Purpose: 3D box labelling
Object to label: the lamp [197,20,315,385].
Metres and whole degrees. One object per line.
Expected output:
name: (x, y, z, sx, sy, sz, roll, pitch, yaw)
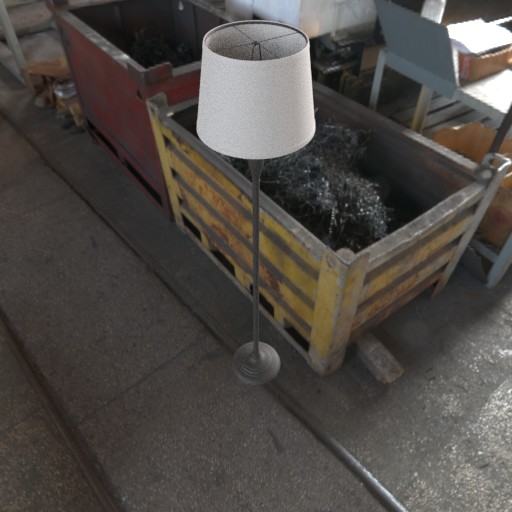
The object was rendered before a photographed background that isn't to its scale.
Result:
lamp: (0.000, 0.000, 1.606, 0.327, 1.506, 0.327, 11, 48, 10)
